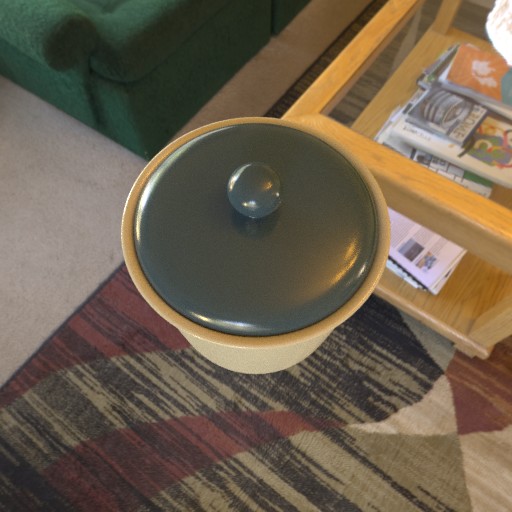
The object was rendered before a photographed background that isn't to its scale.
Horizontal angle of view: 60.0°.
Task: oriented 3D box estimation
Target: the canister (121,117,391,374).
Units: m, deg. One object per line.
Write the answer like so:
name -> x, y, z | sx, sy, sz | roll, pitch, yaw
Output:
canister -> 0.000, 0.000, 0.353 | 0.182, 0.208, 0.182 | 0, 63, 0
